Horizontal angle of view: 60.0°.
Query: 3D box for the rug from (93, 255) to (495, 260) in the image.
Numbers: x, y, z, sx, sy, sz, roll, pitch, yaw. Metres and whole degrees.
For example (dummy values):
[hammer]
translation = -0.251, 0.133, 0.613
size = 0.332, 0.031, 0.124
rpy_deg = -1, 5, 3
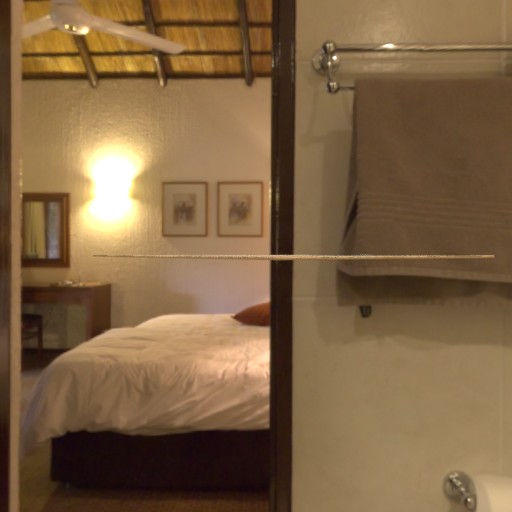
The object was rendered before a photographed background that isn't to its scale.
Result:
[rug]
translation = 0.000, 0.000, 3.010
size = 1.521, 0.015, 2.436
rpy_deg = 0, 0, -35
